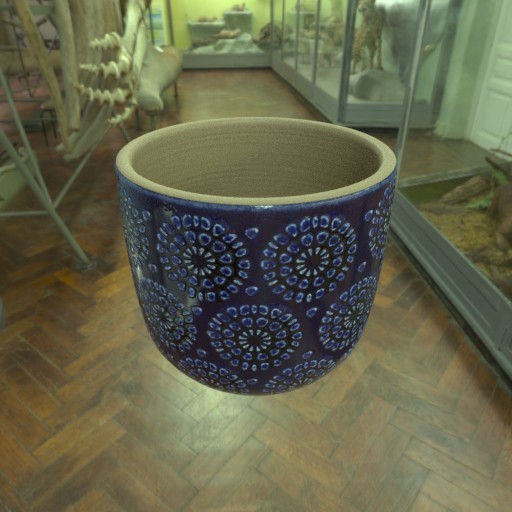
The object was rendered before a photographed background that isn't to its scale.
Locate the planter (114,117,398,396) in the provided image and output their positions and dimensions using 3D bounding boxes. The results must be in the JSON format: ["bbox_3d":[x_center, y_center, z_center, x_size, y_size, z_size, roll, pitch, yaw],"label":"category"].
[{"bbox_3d":[0.000,0.000,0.301,0.165,0.149,0.165,0,30,0],"label":"planter"}]
